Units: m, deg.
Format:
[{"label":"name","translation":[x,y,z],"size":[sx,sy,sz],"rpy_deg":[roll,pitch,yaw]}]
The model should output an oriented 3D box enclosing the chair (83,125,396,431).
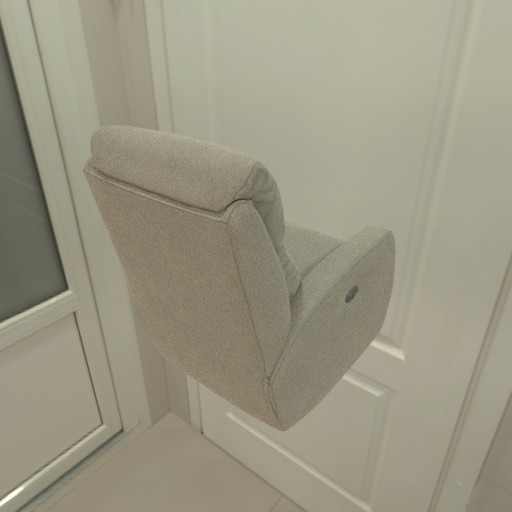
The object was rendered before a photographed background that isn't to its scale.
[{"label":"chair","translation":[0.000,0.000,1.656],"size":[0.794,1.021,0.940],"rpy_deg":[22,36,33]}]
